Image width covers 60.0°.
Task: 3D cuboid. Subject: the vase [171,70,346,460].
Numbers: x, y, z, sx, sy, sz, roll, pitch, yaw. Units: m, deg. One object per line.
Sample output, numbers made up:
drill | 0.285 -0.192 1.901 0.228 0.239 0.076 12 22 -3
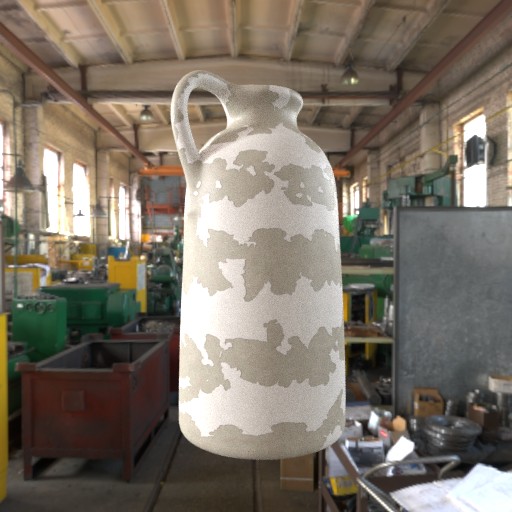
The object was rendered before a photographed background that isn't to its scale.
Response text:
vase | 0.000 0.000 0.496 0.203 0.382 0.186 0 1 -35
